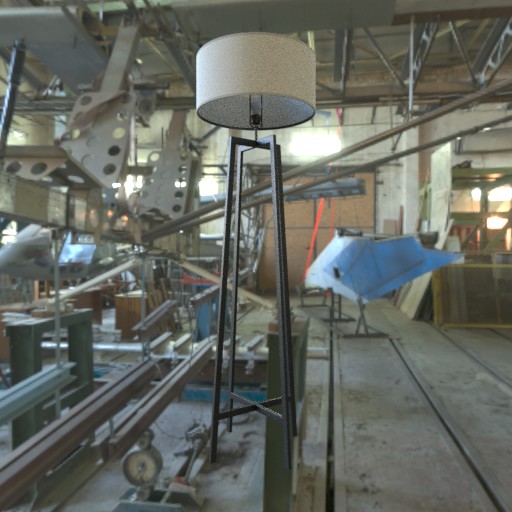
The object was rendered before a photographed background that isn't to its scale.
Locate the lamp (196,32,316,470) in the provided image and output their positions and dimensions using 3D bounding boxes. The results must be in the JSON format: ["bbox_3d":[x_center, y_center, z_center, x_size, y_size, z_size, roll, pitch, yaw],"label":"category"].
[{"bbox_3d":[0.000,0.000,1.728,0.457,1.510,0.456,-1,1,-36],"label":"lamp"}]
